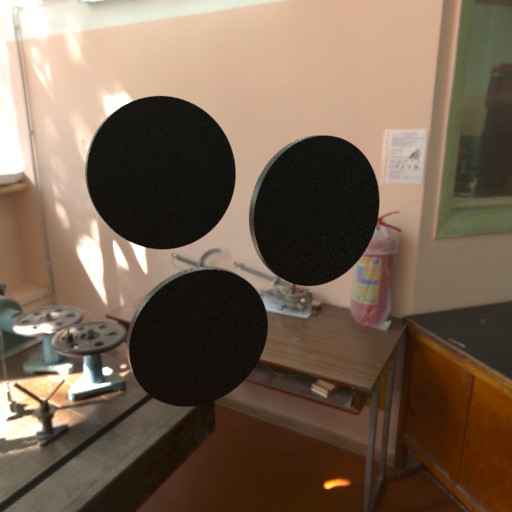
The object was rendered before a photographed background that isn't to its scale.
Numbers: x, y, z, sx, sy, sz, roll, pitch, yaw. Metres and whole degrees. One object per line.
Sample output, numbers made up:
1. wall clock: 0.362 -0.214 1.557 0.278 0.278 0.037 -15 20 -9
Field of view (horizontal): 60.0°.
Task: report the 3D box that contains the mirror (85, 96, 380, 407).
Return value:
1. mirror: 0.000 0.000 3.145 2.160 2.096 0.076 -8 17 -26
